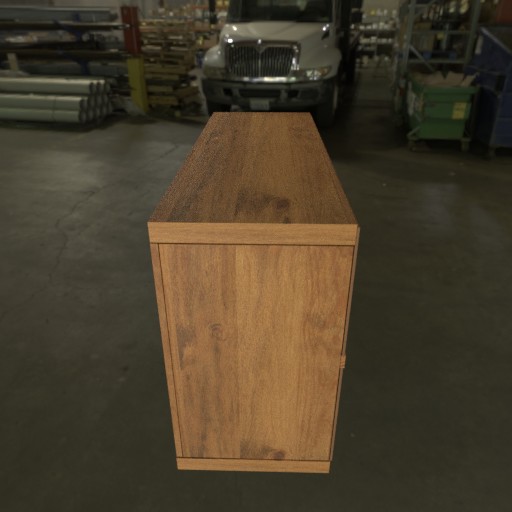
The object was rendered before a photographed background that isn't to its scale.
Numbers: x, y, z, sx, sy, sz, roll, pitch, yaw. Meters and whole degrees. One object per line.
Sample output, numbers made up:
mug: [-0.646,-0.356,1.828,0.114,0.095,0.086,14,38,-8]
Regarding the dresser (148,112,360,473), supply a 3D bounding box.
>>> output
dresser: [0.000,0.000,1.676,0.479,0.825,1.261,1,28,1]
